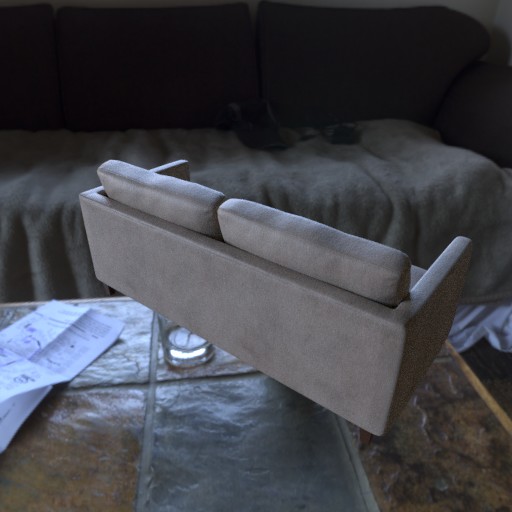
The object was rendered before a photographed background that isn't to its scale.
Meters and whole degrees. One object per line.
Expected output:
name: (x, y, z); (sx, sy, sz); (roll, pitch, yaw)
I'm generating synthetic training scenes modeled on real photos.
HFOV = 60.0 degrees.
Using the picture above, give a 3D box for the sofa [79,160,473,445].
sofa: (0.000, 0.000, 2.705); (2.208, 0.965, 0.951); (21, 36, 32)
